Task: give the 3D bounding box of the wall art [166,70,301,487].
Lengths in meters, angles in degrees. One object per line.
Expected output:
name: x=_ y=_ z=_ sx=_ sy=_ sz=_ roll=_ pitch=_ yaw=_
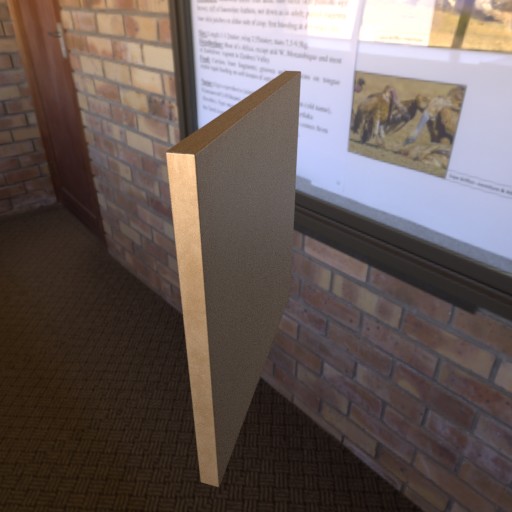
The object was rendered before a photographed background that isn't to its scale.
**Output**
wall art: x=0.000 y=0.000 z=0.739 sx=0.030 sy=0.506 sz=0.503 roll=8 pitch=32 yaw=14
